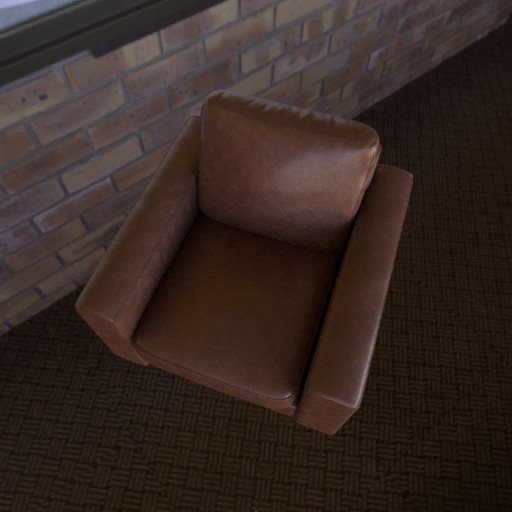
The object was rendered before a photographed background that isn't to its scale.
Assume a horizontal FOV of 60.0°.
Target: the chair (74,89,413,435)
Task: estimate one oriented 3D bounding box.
[{"bbox_3d":[0.000,0.000,1.744,1.005,0.873,1.016,17,62,10],"label":"chair"}]
